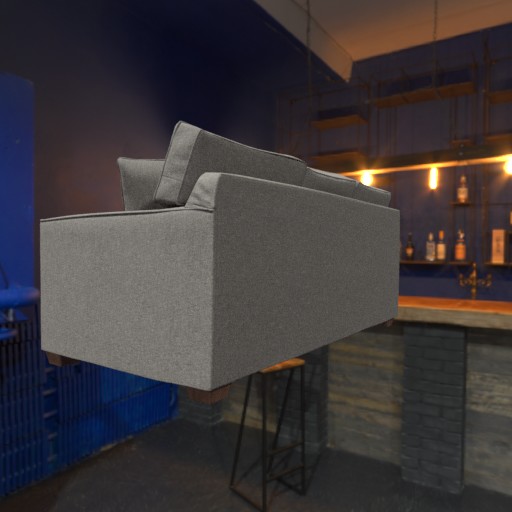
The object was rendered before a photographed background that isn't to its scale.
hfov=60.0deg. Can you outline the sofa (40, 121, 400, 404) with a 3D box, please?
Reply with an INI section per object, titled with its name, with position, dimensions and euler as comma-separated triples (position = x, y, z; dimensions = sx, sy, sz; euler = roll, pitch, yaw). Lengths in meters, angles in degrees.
[sofa]
position = 0.000, 0.000, 2.475
dimensions = 1.034, 0.946, 1.963
euler = 1, 1, 35
